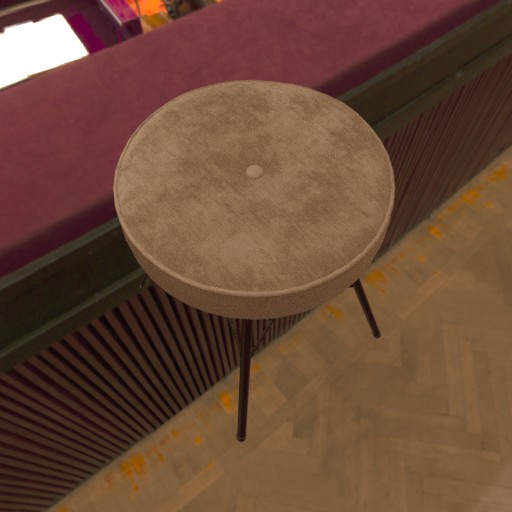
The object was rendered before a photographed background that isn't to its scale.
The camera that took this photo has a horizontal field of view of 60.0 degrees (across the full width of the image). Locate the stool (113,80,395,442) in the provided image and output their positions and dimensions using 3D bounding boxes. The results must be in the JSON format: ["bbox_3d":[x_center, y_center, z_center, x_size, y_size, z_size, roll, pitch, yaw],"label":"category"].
[{"bbox_3d":[0.000,0.000,0.867,0.423,0.538,0.457,-32,64,-17],"label":"stool"}]
